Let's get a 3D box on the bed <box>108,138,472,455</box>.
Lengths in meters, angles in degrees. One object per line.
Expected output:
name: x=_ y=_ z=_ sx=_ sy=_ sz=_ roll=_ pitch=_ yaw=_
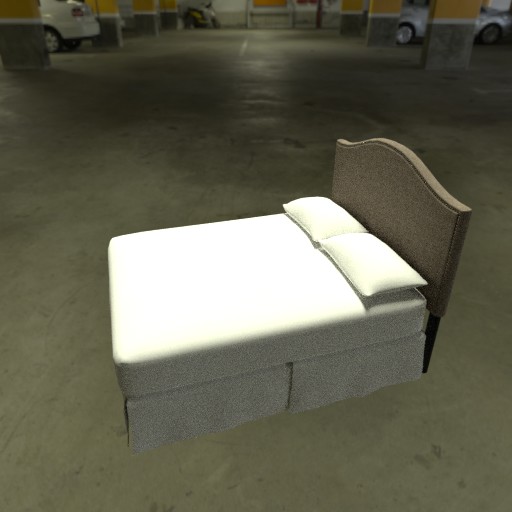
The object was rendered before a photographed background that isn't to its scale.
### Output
bed: x=0.000 y=0.000 z=3.255 sx=2.153 sy=1.518 sz=1.713 roll=-9 pitch=31 yaw=-15
